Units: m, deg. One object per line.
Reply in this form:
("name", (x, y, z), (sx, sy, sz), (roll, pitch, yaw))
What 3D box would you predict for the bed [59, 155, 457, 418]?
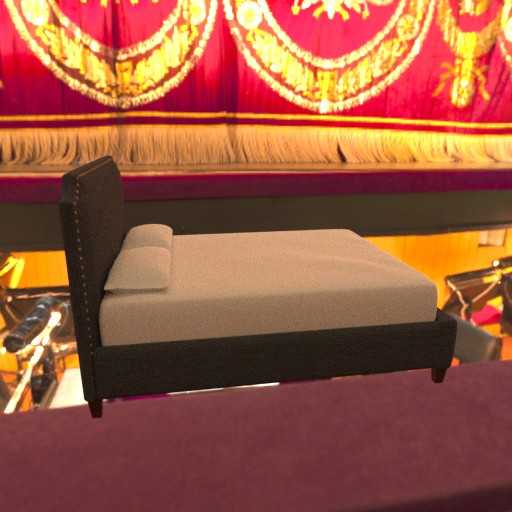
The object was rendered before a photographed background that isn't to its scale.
("bed", (0.000, 0.000, 3.392), (2.372, 1.443, 1.713), (-3, 17, -9))
